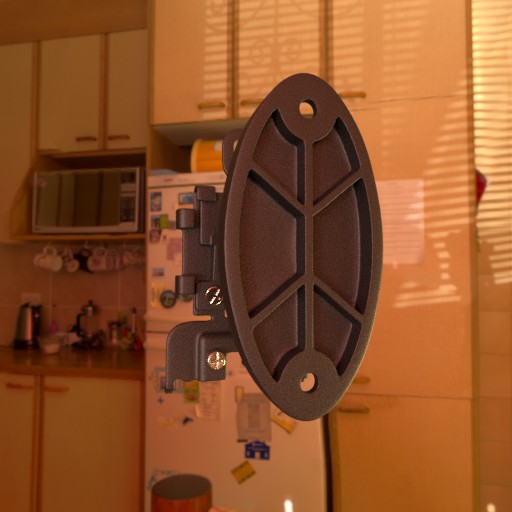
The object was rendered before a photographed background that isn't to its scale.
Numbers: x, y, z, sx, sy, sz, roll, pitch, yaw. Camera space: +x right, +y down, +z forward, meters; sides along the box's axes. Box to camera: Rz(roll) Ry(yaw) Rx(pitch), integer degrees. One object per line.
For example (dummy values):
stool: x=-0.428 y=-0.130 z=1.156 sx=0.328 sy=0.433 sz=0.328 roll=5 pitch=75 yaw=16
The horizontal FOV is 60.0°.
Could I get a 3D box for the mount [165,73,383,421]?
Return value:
mount: x=0.000 y=0.000 z=0.180 sx=0.066 sy=0.118 sz=0.100 roll=1 pitch=-2 yaw=-19
